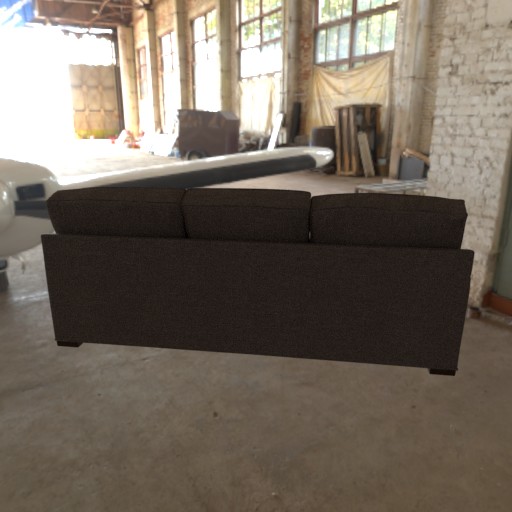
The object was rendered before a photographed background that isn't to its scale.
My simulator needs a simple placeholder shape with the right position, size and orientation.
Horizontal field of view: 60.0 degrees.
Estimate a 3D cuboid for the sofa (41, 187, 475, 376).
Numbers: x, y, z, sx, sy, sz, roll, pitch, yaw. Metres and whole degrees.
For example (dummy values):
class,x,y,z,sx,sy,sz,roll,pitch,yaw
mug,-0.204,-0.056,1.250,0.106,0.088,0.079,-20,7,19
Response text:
class,x,y,z,sx,sy,sz,roll,pitch,yaw
sofa,0.000,0.000,2.896,2.369,0.978,1.004,2,17,8
